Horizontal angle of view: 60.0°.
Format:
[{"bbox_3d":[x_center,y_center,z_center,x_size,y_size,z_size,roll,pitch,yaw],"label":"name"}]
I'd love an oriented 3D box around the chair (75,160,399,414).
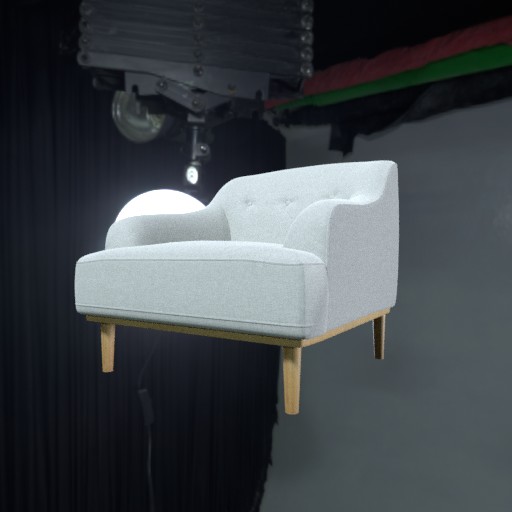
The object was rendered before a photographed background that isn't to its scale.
[{"bbox_3d":[0.000,0.000,1.683,0.946,0.818,0.951,0,0,34],"label":"chair"}]
